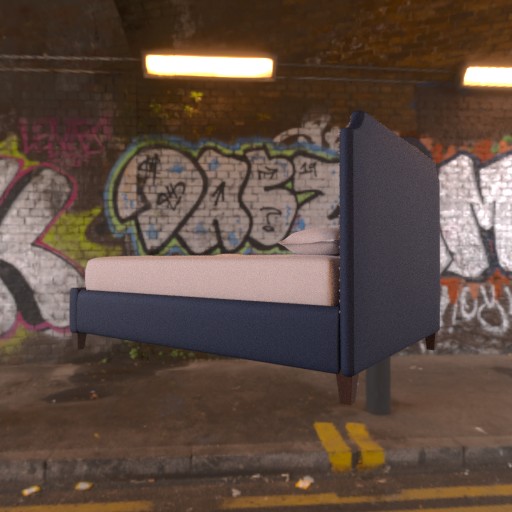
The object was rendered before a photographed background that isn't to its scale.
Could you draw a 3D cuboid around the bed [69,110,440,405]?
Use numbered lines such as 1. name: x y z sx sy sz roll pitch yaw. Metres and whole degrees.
1. bed: 0.000 0.000 3.431 2.372 1.443 1.712 0 -1 35
